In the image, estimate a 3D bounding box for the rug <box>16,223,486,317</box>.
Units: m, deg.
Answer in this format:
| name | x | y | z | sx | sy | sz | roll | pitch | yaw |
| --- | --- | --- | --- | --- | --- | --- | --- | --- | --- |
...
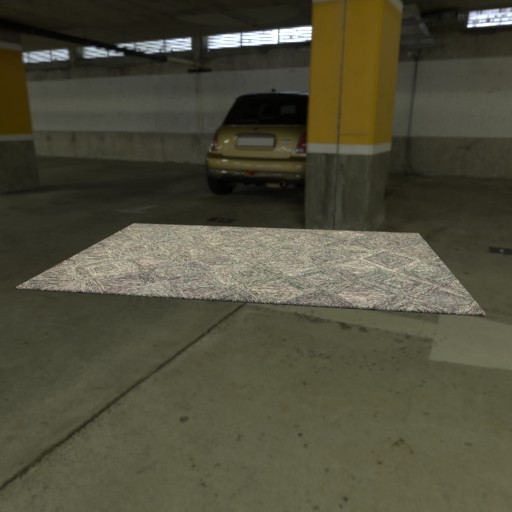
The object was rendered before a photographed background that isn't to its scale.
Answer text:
| name | x | y | z | sx | sy | sz | roll | pitch | yaw |
| --- | --- | --- | --- | --- | --- | --- | --- | --- | --- |
| rug | 0.000 | 0.000 | 2.845 | 2.298 | 0.017 | 1.501 | 2 | 17 | 8 |
